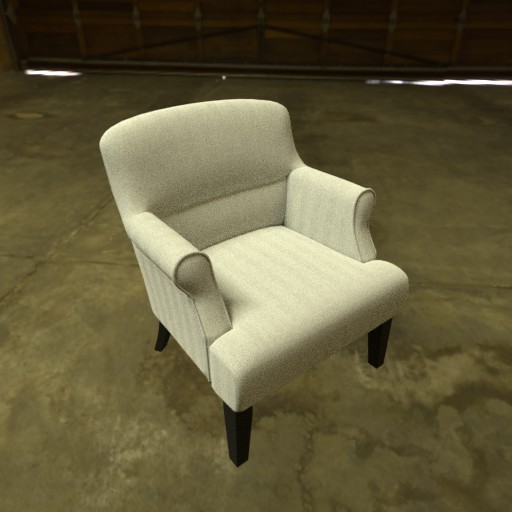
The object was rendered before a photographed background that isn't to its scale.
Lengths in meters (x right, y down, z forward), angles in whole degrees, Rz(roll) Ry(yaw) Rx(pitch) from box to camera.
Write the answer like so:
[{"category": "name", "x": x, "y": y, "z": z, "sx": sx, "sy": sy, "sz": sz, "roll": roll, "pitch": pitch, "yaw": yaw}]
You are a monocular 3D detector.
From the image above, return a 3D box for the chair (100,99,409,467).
[{"category": "chair", "x": 0.000, "y": 0.000, "z": 1.484, "sx": 0.781, "sy": 0.875, "sz": 0.750, "roll": -22, "pitch": 37, "yaw": -32}]
